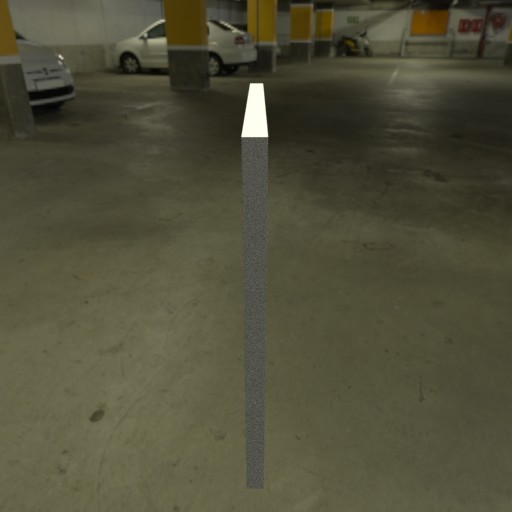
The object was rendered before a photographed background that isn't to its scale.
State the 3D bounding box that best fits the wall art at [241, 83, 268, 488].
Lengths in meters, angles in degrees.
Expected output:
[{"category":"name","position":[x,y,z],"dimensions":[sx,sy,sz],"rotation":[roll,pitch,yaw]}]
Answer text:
[{"category":"wall art","position":[0.000,0.000,1.144],"dimensions":[0.038,0.762,0.762],"rotation":[0,27,0]}]
